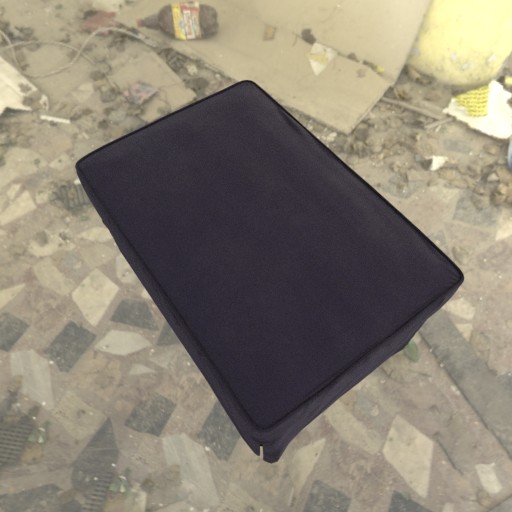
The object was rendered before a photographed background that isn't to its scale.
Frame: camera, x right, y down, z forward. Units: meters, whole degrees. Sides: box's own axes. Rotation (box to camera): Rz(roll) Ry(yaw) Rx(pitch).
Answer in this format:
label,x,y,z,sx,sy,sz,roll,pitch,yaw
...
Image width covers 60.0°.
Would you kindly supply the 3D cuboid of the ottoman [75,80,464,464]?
label,x,y,z,sx,sy,sz,roll,pitch,yaw
ottoman,0.000,0.000,1.316,0.637,0.503,0.938,-32,64,-17
